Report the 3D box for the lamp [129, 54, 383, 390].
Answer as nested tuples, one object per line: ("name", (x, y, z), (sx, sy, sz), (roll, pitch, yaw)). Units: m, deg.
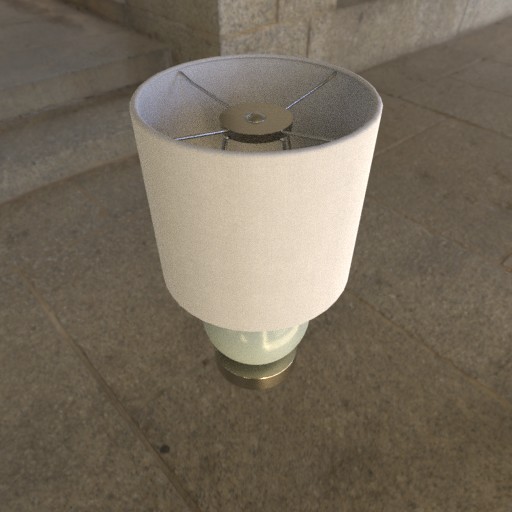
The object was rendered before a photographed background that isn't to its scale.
("lamp", (0.000, 0.000, 0.476), (0.201, 0.353, 0.201), (13, 43, 14))
